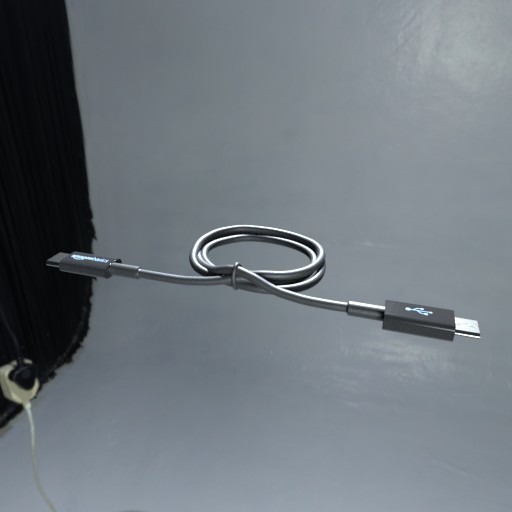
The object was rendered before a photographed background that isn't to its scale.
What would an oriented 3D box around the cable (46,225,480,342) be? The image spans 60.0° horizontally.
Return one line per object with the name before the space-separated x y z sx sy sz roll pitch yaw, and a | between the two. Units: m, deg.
cable | 0.000 0.000 0.214 0.192 0.014 0.070 8 27 16
